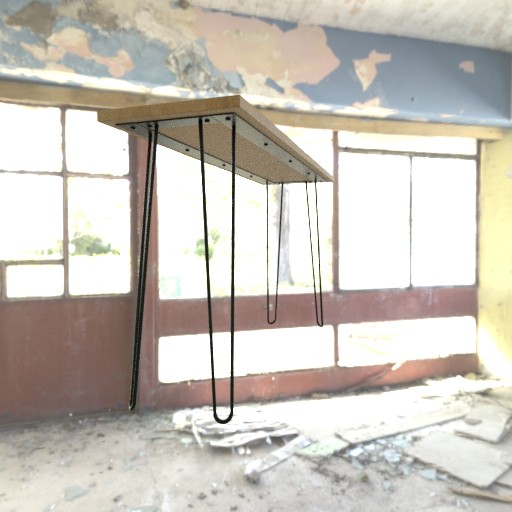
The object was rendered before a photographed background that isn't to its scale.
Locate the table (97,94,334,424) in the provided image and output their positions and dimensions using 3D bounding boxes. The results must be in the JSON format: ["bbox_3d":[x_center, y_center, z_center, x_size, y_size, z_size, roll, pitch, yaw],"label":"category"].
[{"bbox_3d":[0.000,0.000,1.764,0.399,0.799,1.400,1,2,19],"label":"table"}]
